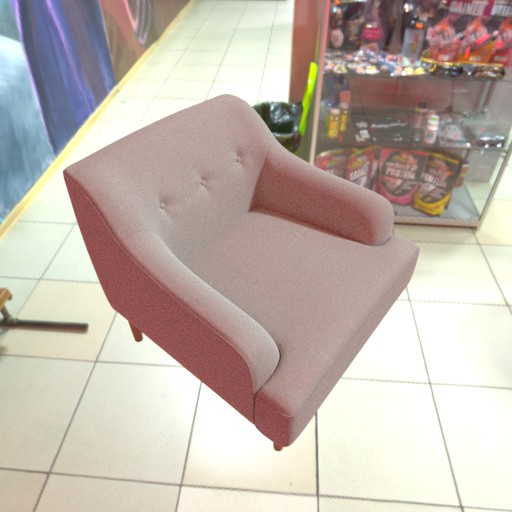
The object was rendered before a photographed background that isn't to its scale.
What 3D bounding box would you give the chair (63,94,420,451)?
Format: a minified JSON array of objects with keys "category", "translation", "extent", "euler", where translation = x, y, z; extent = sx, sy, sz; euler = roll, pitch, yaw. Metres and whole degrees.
[{"category":"chair","translation":[0.000,0.000,1.659],"extent":[0.951,0.818,0.946],"euler":[27,48,27]}]
